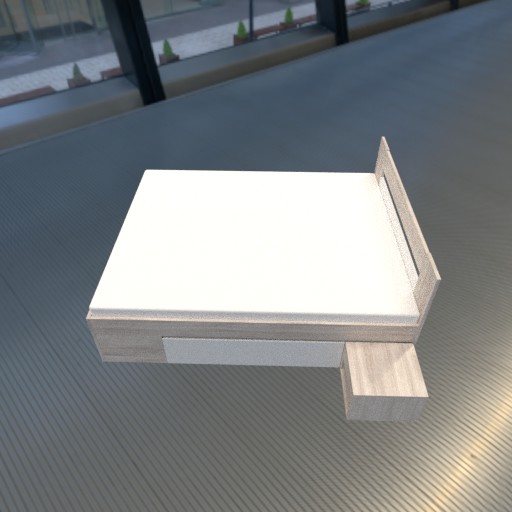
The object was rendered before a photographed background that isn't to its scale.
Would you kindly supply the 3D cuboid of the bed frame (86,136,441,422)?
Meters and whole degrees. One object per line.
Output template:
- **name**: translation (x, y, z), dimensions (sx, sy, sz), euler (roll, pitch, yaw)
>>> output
- **bed frame**: translation (0.000, 0.000, 3.192), dimensions (2.050, 0.860, 2.040), euler (1, 42, 1)
